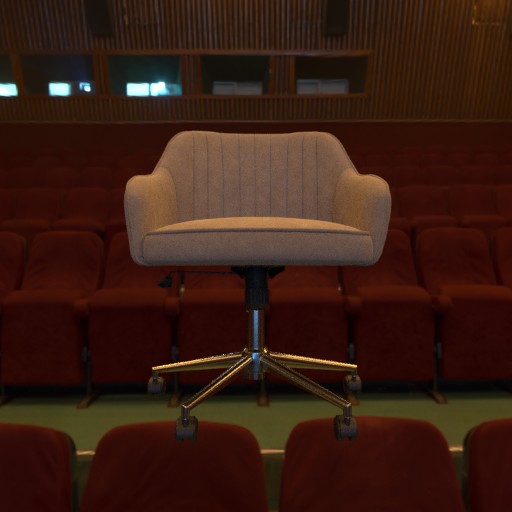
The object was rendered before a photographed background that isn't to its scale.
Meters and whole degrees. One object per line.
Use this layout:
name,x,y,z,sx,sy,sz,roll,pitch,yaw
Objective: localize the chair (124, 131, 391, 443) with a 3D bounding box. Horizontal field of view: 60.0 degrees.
chair,0.000,0.000,1.249,0.635,0.831,0.573,0,0,-1
